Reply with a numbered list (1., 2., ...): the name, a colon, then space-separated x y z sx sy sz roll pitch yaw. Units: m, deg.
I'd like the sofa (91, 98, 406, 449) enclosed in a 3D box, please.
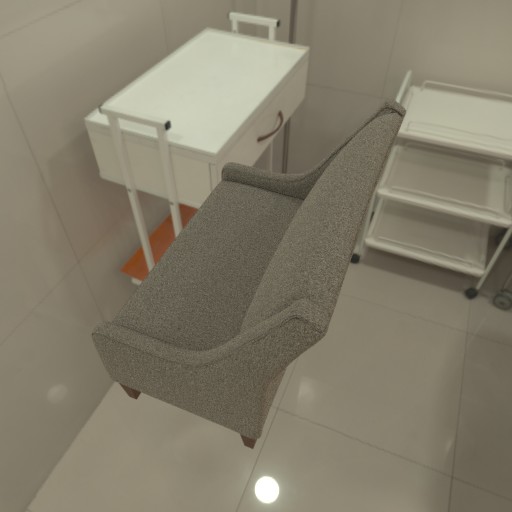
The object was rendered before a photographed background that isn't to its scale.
1. sofa: 0.000 0.000 1.915 0.862 1.026 1.242 17 49 15
